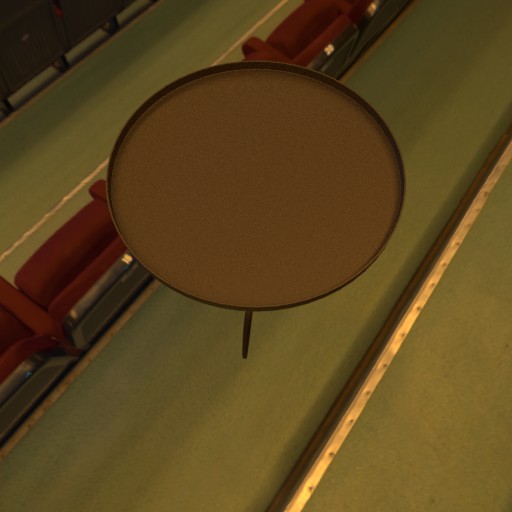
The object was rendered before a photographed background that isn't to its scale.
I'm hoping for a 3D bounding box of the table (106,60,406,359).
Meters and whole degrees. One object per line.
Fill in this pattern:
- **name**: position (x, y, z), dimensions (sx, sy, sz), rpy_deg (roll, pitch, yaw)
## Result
- **table**: position (0.000, 0.000, 1.063), dimensions (0.502, 0.700, 0.502), rpy_deg (33, 69, 15)
